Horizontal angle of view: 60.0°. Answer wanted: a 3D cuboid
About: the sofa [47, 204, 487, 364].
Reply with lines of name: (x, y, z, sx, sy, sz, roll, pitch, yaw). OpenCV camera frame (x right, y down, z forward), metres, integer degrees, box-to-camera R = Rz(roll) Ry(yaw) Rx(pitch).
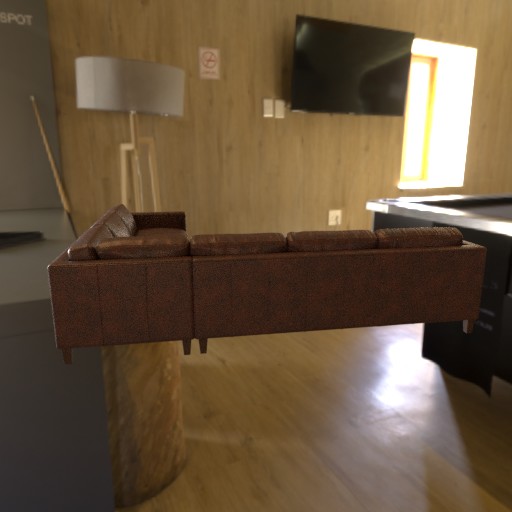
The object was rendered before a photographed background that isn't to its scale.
sofa: (0.000, 0.000, 4.313, 3.152, 0.836, 2.438, -2, 14, -10)
